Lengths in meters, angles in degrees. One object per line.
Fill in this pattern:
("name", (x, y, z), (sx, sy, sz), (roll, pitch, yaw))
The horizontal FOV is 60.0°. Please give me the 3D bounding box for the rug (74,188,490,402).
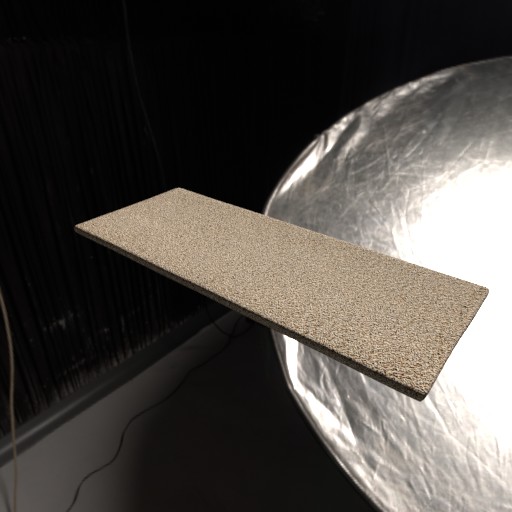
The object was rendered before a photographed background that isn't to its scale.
("rug", (0.000, 0.000, 1.691), (1.524, 0.030, 0.609), (21, 36, 33))
